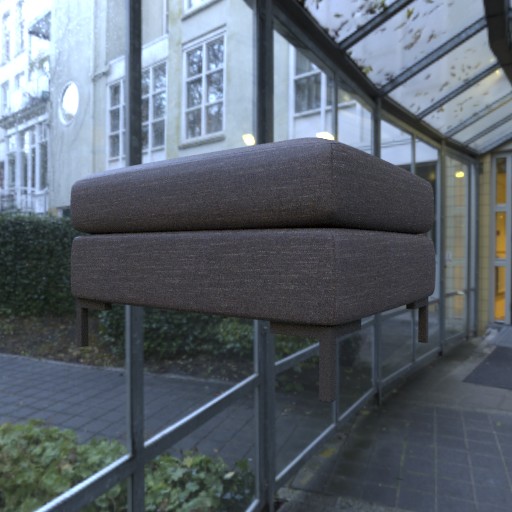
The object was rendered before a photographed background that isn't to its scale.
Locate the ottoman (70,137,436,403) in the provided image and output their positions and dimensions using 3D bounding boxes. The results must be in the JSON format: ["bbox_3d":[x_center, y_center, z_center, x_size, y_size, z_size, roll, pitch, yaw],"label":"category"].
[{"bbox_3d":[0.000,0.000,1.230,0.820,0.490,0.671,1,1,36],"label":"ottoman"}]
